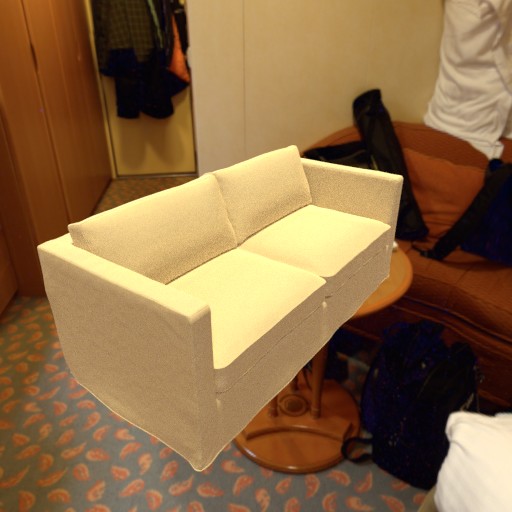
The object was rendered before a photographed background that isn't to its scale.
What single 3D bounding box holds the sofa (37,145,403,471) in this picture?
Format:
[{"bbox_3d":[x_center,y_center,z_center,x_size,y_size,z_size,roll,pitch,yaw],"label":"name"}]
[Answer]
[{"bbox_3d":[0.000,0.000,2.493,0.940,0.870,1.987,18,32,32],"label":"sofa"}]
